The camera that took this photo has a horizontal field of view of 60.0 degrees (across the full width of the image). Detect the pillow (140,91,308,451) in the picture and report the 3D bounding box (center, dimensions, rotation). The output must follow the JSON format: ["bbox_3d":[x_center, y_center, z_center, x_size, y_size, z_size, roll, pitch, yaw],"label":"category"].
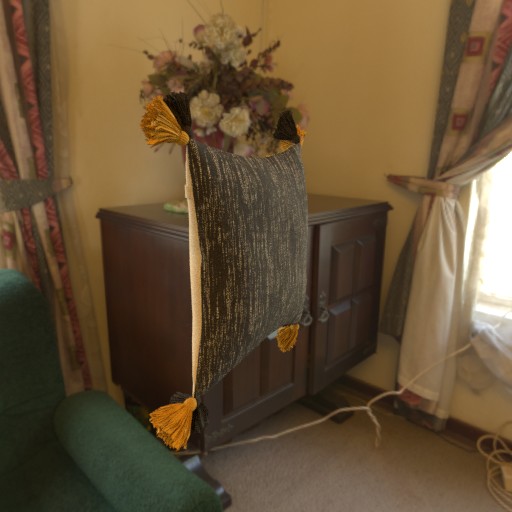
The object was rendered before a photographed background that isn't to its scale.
[{"bbox_3d":[0.000,0.000,0.983,0.139,0.659,0.654,7,15,28],"label":"pillow"}]
